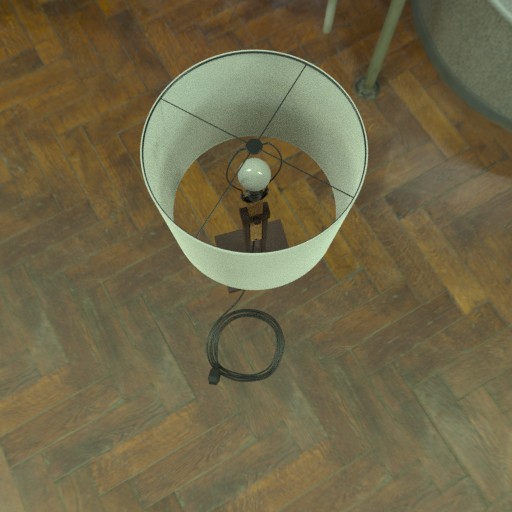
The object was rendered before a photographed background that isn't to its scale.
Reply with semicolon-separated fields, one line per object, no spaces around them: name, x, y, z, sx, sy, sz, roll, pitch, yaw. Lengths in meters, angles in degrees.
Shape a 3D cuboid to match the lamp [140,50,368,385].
lamp;0.000;0.000;0.989;0.396;0.668;0.525;-15;75;-4
